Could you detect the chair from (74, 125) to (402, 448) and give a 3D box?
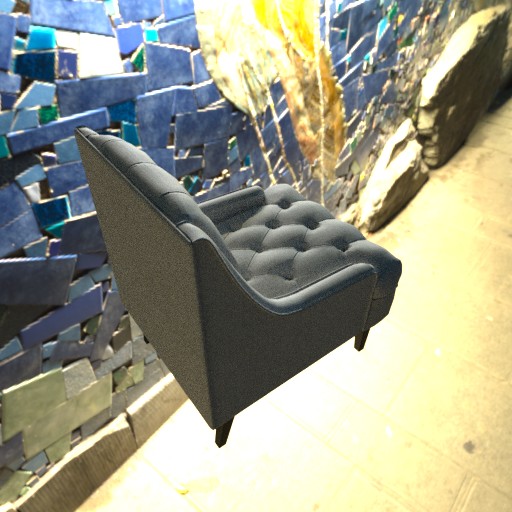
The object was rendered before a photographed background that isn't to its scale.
[{"bbox_3d":[0.000,0.000,1.455,0.772,0.891,0.658,-26,46,-27],"label":"chair"}]
